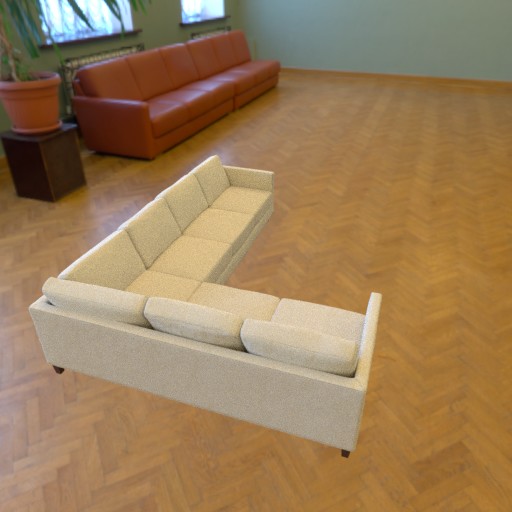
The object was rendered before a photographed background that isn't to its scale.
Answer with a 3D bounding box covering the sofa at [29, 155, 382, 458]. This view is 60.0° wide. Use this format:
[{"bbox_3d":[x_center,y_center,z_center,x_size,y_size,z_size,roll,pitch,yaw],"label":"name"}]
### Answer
[{"bbox_3d":[0.000,0.000,4.265,2.432,0.863,3.182,10,33,16],"label":"sofa"}]
